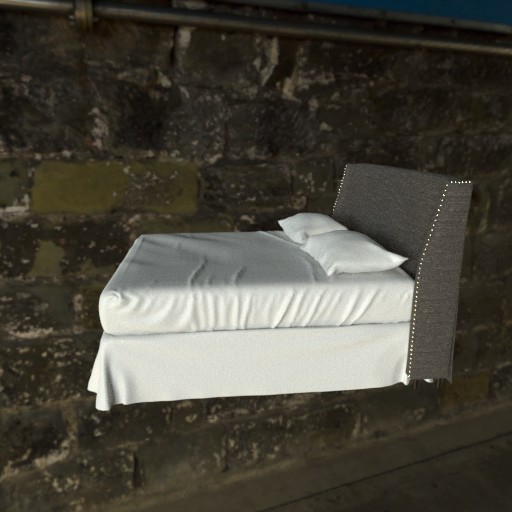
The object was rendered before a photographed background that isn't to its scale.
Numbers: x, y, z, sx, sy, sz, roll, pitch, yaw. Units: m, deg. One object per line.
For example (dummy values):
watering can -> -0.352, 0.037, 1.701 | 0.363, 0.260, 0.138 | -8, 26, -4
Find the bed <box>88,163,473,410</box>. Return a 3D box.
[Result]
bed -> 0.000, 0.000, 3.430 | 2.276, 1.332, 1.925 | -2, 15, -6
